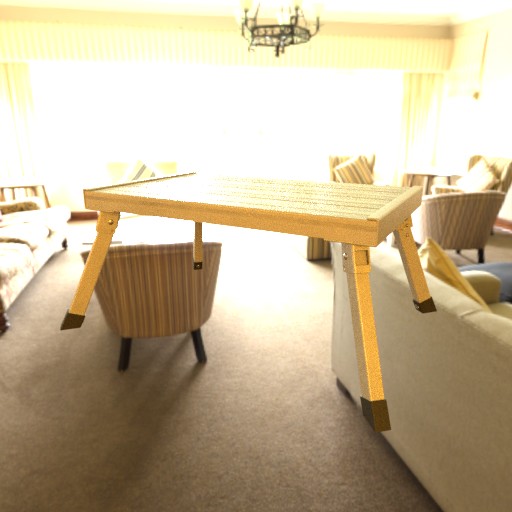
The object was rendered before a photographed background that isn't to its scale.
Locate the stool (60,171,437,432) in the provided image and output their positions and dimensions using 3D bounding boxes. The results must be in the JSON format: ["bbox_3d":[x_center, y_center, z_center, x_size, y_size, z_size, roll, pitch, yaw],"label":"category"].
[{"bbox_3d":[0.000,0.000,0.727,0.535,0.225,0.385,9,19,27],"label":"stool"}]
